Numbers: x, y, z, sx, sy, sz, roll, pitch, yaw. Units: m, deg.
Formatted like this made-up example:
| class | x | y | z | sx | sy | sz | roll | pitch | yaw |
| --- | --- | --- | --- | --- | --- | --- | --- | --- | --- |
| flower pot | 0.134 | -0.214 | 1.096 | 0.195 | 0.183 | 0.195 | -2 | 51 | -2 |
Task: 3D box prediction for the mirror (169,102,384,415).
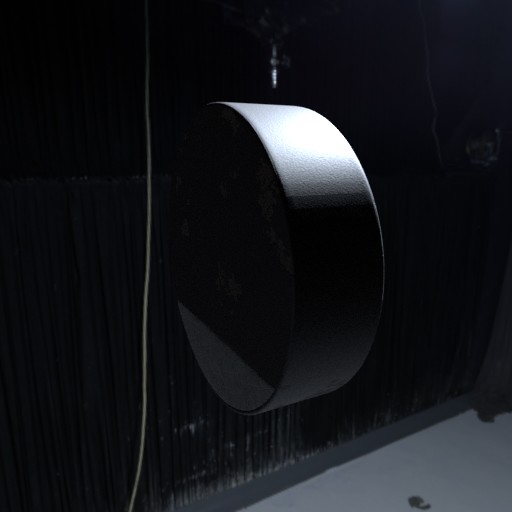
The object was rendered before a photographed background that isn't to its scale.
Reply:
| class | x | y | z | sx | sy | sz | roll | pitch | yaw |
| --- | --- | --- | --- | --- | --- | --- | --- | --- | --- |
| mirror | 0.000 | 0.000 | 0.596 | 0.126 | 0.386 | 0.386 | -7 | 15 | -27 |
